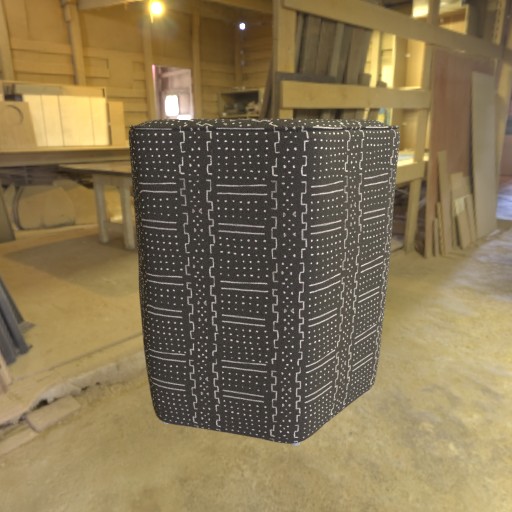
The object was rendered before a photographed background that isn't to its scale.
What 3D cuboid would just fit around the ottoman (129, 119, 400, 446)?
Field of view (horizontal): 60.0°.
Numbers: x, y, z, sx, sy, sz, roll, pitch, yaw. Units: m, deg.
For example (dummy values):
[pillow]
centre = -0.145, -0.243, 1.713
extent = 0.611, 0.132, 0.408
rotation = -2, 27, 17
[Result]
[ottoman]
centre = 0.000, 0.000, 0.854
extent = 0.443, 0.502, 0.494
rotation = 15, 23, 42
